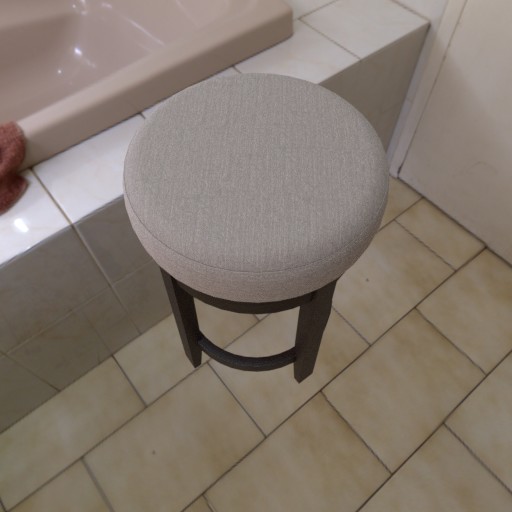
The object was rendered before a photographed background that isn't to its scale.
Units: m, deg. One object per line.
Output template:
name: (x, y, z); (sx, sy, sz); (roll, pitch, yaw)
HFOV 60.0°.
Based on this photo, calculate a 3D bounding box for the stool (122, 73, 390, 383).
stool: (0.000, 0.000, 0.979); (0.443, 0.672, 0.443); (0, 59, 0)
